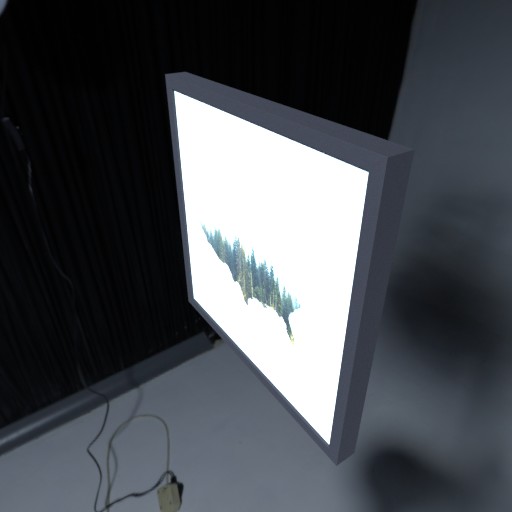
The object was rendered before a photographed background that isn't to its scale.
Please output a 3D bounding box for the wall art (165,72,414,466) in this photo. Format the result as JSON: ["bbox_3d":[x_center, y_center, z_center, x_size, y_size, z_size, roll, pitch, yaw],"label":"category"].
[{"bbox_3d":[0.000,0.000,0.753,0.040,0.509,0.509,-20,38,-29],"label":"wall art"}]
